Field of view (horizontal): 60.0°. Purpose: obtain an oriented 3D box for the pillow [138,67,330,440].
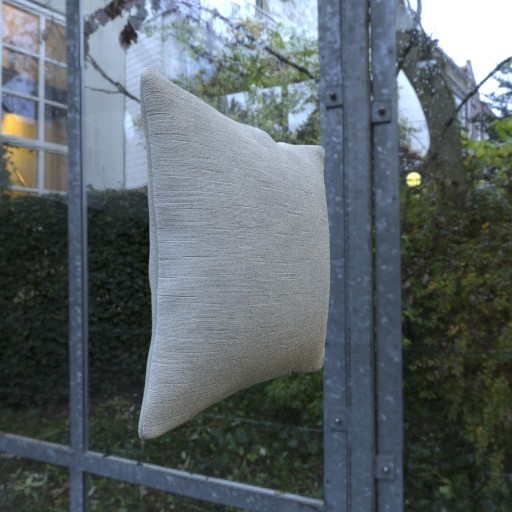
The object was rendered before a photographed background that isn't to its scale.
[{"bbox_3d":[0.000,0.000,0.666,0.162,0.420,0.437,-1,-1,36],"label":"pillow"}]
